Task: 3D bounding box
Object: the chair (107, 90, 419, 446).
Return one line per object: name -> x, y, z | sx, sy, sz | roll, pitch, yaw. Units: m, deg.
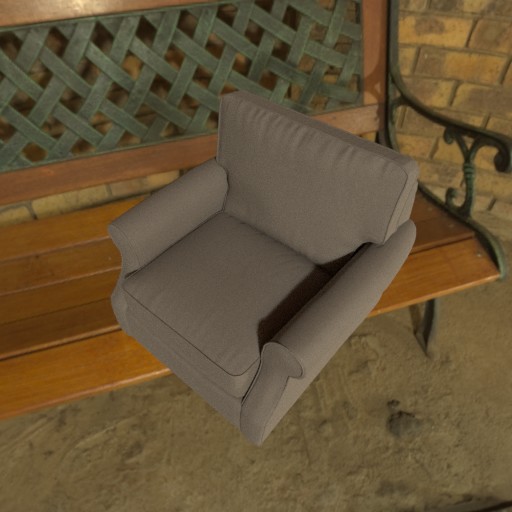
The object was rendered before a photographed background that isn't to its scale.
chair -> 0.000, 0.000, 1.830 | 1.029, 0.967, 0.966 | 32, 54, 27
